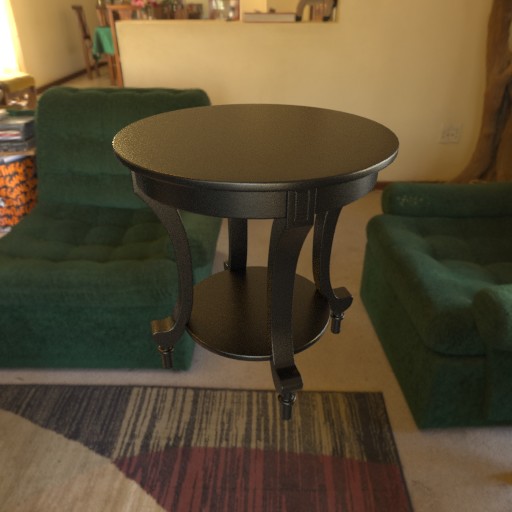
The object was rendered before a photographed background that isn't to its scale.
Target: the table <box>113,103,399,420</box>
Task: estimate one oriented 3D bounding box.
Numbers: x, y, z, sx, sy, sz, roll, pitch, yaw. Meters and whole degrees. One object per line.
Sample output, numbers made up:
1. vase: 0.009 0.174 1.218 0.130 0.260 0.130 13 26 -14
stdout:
1. table: 0.000 0.000 1.112 0.597 0.618 0.597 0 30 0
